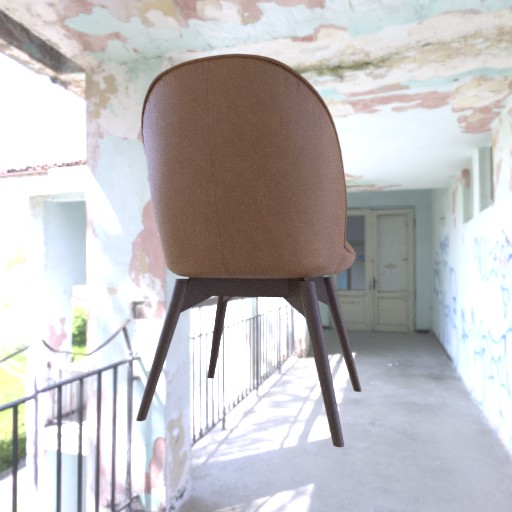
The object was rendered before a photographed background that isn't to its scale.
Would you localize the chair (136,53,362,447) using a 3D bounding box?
[{"bbox_3d":[0.000,0.000,1.218,0.521,0.831,0.631,0,-1,18],"label":"chair"}]
